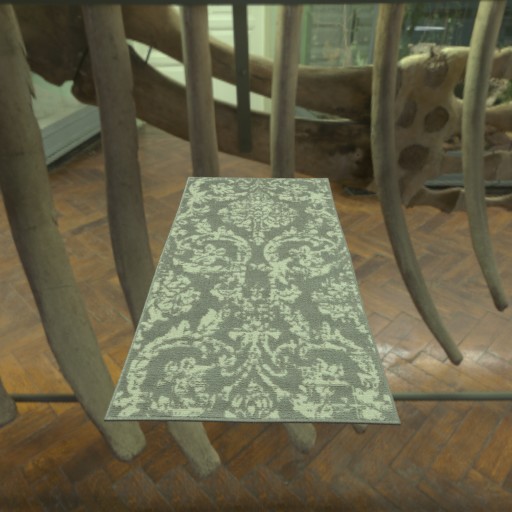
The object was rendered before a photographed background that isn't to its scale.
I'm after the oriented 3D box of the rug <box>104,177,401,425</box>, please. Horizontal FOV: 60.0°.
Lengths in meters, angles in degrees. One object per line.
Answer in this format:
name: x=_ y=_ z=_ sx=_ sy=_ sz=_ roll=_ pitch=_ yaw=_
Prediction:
rug: x=0.000 y=0.000 z=1.404 sx=0.604 sy=0.007 sz=1.219 roll=0 pitch=34 yaw=1
